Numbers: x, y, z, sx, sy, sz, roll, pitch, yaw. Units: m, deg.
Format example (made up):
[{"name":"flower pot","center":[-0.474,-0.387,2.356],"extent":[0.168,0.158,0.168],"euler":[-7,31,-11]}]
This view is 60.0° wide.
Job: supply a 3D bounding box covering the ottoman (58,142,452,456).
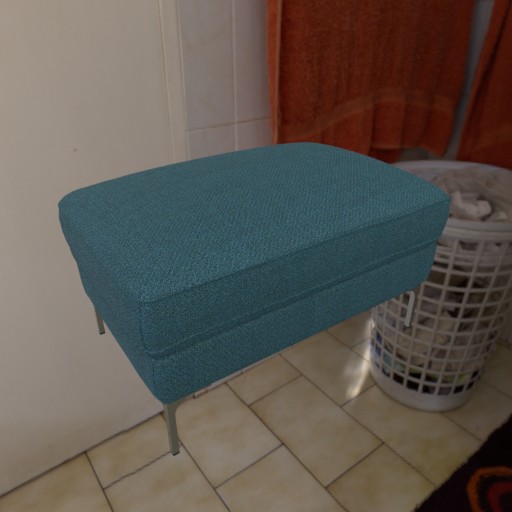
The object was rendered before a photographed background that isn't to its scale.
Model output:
[{"name":"ottoman","center":[0.000,0.000,1.185],"extent":[0.856,0.498,0.563],"euler":[-18,34,-30]}]
